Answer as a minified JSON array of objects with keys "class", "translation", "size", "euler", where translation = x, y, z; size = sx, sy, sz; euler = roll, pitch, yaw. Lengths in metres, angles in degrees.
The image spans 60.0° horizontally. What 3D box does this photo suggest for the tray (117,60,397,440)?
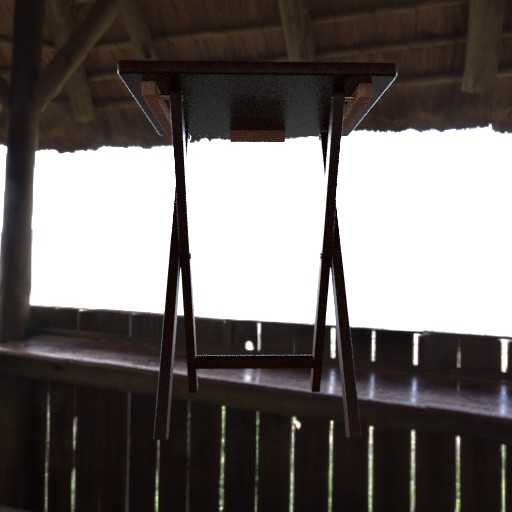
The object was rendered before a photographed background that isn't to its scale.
[{"class":"tray","translation":[0.000,0.000,0.941],"size":[0.483,0.660,0.381],"euler":[0,-1,-1]}]
